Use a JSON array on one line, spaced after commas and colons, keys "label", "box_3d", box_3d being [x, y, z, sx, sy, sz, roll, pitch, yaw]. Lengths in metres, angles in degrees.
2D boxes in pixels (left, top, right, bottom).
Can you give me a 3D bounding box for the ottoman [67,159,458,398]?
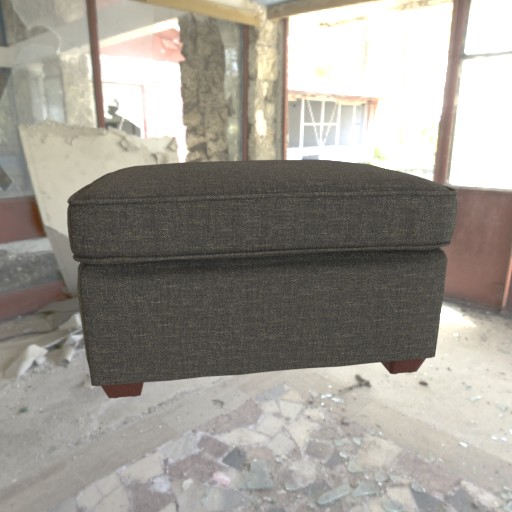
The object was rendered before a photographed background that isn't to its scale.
[{"label": "ottoman", "box_3d": [0.000, 0.000, 1.083, 0.749, 0.450, 0.549, -2, 16, -9]}]
